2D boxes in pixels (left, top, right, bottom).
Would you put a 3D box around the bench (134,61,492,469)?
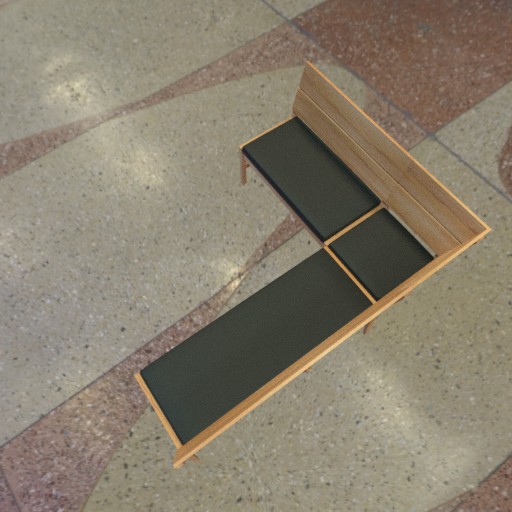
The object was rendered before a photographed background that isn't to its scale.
[{"bbox_3d":[0.000,0.000,2.759,1.948,0.890,1.548,-33,69,-15],"label":"bench"}]
